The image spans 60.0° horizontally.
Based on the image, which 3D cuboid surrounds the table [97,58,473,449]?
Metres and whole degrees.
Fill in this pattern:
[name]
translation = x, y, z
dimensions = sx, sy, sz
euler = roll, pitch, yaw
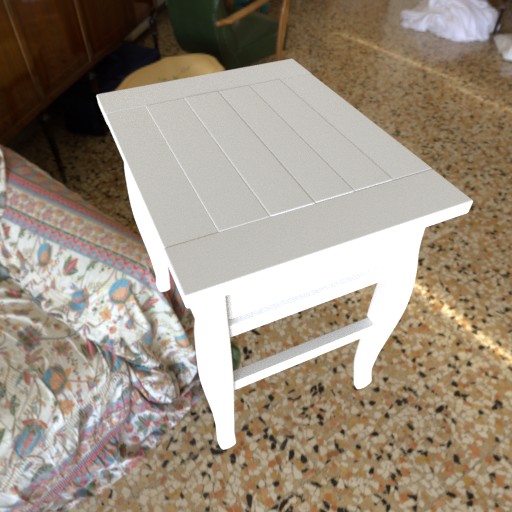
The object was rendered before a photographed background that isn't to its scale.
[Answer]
[table]
translation = 0.000, 0.000, 1.014
dimensions = 0.463, 0.605, 0.599
euler = -18, 48, -17
